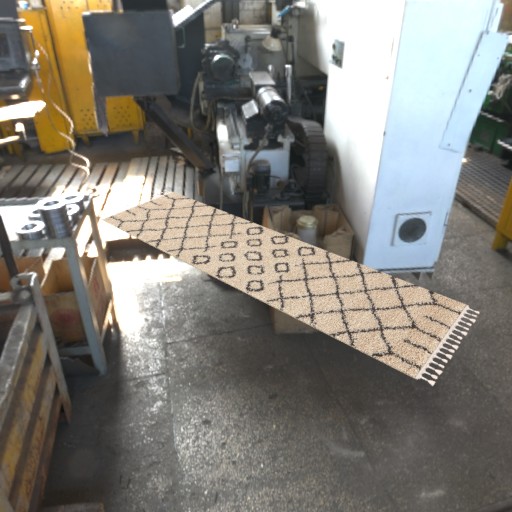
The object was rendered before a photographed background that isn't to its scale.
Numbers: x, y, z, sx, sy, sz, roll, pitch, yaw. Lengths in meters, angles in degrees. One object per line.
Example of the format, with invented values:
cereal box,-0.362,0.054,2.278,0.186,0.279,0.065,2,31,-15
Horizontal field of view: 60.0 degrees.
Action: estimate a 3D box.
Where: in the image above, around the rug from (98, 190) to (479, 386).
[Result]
rug,0.000,0.000,2.724,2.464,0.005,0.660,24,38,33
